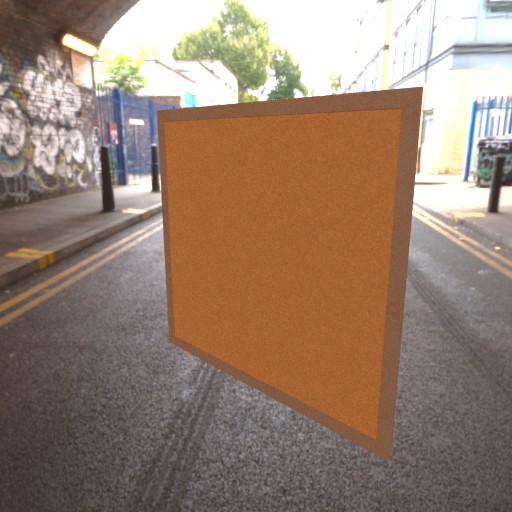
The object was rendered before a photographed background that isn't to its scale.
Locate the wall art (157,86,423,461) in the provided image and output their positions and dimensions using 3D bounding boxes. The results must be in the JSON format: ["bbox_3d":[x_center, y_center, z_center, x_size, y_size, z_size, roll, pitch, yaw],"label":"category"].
[{"bbox_3d":[0.000,0.000,1.618,0.025,1.067,1.168,-14,20,-43],"label":"wall art"}]
